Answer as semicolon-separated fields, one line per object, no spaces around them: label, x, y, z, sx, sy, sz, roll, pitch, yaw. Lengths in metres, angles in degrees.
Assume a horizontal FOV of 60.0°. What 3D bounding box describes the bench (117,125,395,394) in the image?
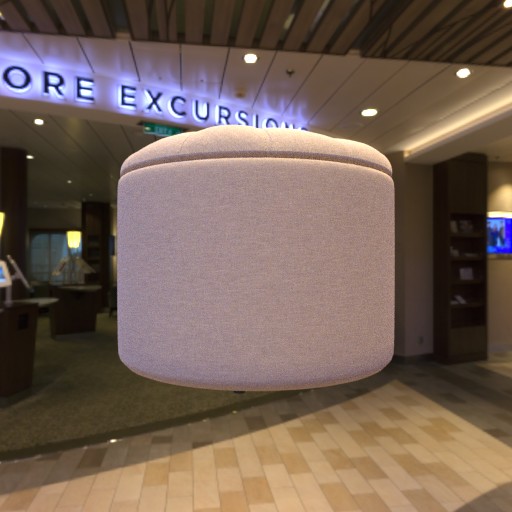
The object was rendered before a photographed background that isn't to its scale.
bench;0.000;0.000;1.005;0.600;0.454;0.600;0;0;0
